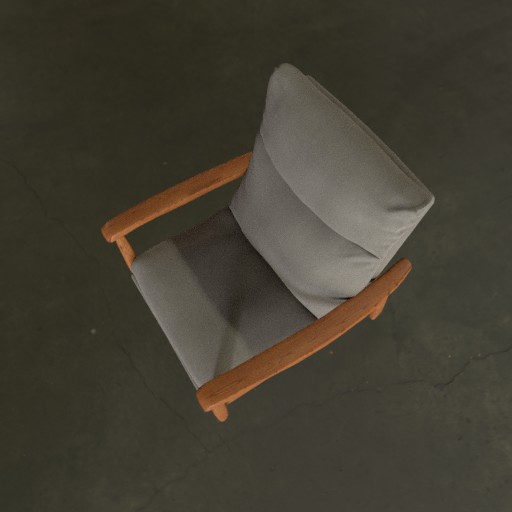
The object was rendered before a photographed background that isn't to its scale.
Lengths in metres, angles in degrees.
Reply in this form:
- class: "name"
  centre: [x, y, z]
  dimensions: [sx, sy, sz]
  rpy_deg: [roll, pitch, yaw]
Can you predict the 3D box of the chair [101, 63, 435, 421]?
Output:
- class: "chair"
  centre: [0.000, 0.000, 1.536]
  dimensions: [0.816, 0.922, 0.782]
  rpy_deg: [-30, 66, -15]
